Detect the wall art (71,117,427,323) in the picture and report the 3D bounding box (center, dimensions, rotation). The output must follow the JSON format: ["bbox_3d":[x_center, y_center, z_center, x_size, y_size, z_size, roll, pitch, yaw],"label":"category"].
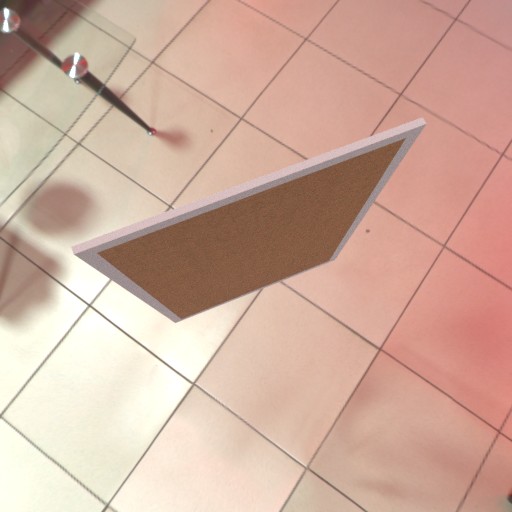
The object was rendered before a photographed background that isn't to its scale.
[{"bbox_3d":[0.000,0.000,1.238,0.660,0.965,0.015,-21,76,-6],"label":"wall art"}]
